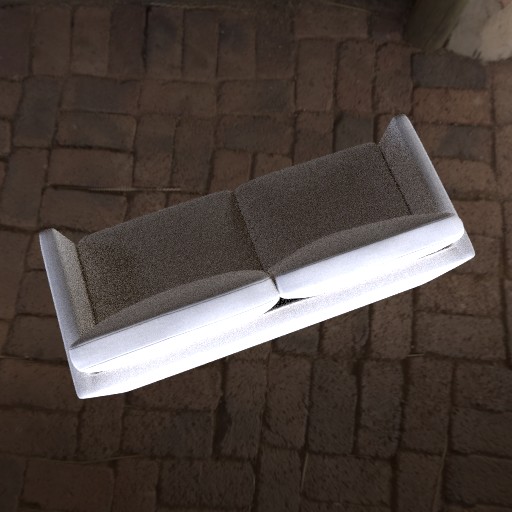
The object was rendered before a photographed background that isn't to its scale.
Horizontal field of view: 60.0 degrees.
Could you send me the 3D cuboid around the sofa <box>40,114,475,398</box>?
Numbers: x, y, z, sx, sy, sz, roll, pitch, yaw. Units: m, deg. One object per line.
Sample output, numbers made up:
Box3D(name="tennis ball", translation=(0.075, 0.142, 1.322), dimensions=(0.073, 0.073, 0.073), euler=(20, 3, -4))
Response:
Box3D(name="sofa", translation=(0.000, 0.000, 2.559), dimensions=(2.139, 0.933, 0.924), euler=(-19, 76, -5))
